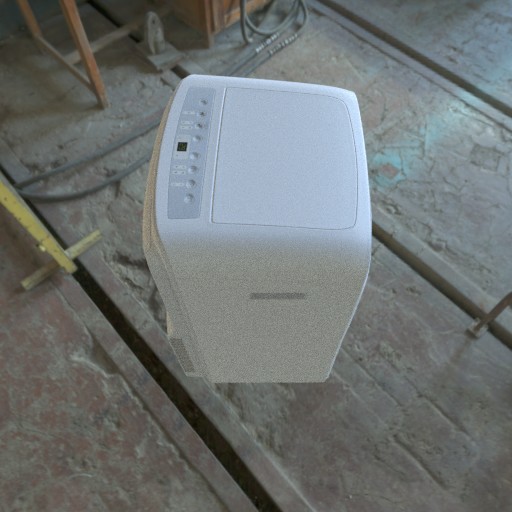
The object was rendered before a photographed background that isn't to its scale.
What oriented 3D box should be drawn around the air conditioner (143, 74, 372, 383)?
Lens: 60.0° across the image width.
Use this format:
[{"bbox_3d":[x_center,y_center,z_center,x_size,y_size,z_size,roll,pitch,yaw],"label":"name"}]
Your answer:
[{"bbox_3d":[0.000,0.000,1.093,0.467,0.765,0.478,2,61,1],"label":"air conditioner"}]
